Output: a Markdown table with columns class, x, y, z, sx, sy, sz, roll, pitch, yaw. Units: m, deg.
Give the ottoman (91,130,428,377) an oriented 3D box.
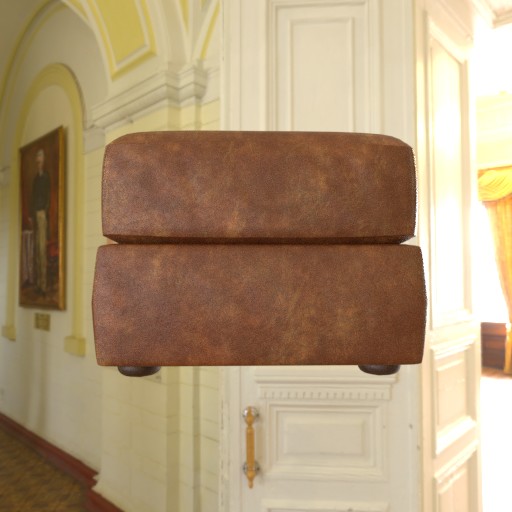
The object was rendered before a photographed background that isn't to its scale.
| class | x | y | z | sx | sy | sz | roll | pitch | yaw |
| --- | --- | --- | --- | --- | --- | --- | --- | --- | --- |
| ottoman | 0.000 | 0.000 | 1.147 | 0.603 | 0.476 | 0.751 | 0 | -2 | -2 |
